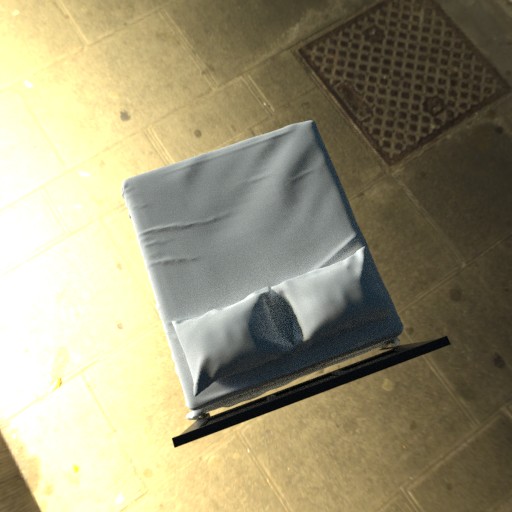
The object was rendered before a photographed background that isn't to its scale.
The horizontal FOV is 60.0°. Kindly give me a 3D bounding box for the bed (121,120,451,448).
[{"bbox_3d":[0.000,0.000,3.312,1.870,1.270,2.050,-19,77,-5],"label":"bed"}]
